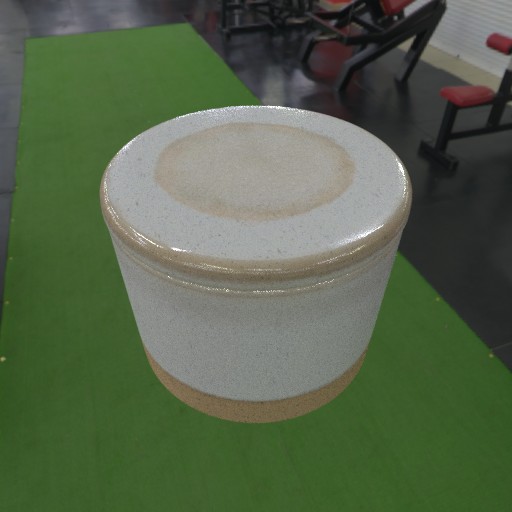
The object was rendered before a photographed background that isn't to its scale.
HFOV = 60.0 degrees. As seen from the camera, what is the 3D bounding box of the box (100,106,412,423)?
[{"bbox_3d":[0.000,0.000,0.262,0.154,0.123,0.154,0,41,0],"label":"box"}]
